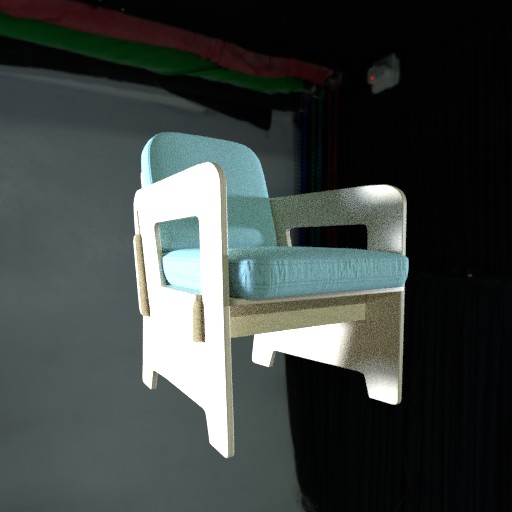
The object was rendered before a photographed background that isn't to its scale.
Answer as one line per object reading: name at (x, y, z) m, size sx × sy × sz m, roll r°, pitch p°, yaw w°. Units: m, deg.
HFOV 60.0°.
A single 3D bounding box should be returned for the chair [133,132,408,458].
chair at (0.000, 0.000, 1.270) m, size 0.590 × 0.800 × 0.710 m, roll -1°, pitch 1°, yaw -35°
